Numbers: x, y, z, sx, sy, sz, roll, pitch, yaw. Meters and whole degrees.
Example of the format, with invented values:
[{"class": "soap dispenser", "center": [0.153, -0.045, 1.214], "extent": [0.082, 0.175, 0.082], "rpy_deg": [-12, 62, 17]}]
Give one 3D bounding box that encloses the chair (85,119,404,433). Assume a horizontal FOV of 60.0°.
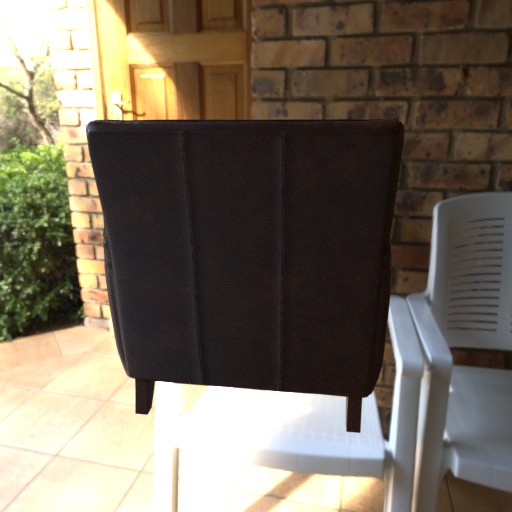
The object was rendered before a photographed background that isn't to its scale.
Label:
[{"class": "chair", "center": [0.000, 0.000, 1.605], "extent": [0.870, 0.943, 0.823], "rpy_deg": [2, 17, 7]}]
